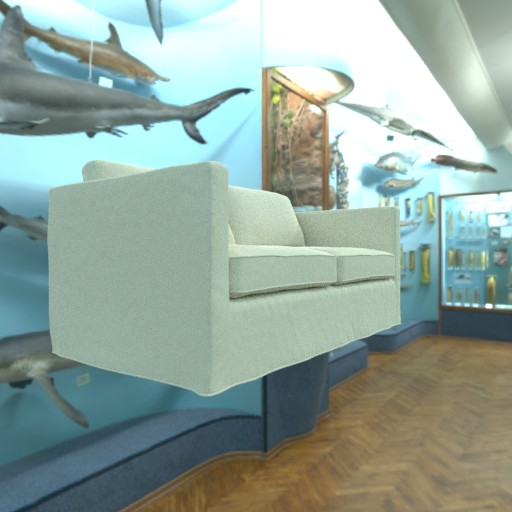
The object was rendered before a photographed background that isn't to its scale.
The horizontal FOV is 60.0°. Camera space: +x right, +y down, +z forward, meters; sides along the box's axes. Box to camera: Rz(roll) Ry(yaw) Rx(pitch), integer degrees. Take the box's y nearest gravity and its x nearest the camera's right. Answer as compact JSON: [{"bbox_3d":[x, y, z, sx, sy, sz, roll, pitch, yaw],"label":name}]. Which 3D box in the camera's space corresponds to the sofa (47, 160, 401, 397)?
[{"bbox_3d":[0.000,0.000,2.292,0.962,0.834,1.746,0,0,37],"label":"sofa"}]
